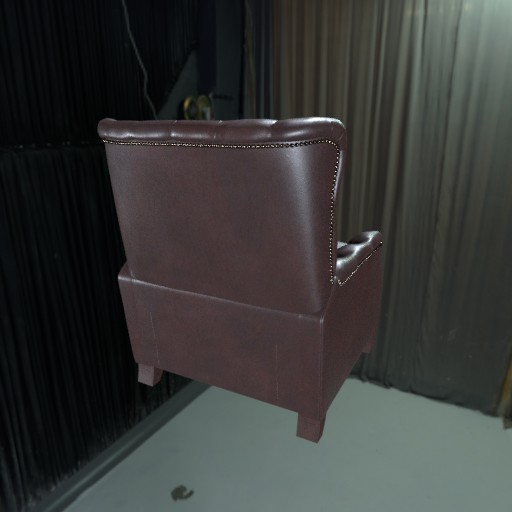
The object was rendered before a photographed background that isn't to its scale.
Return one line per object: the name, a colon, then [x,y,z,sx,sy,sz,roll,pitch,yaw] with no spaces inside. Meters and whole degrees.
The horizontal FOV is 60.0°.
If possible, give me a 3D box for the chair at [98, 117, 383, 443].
chair: [0.000,0.000,1.458,0.709,0.864,0.823,9,19,27]
